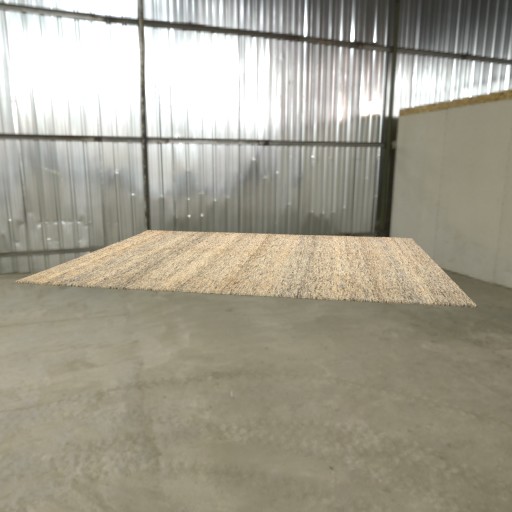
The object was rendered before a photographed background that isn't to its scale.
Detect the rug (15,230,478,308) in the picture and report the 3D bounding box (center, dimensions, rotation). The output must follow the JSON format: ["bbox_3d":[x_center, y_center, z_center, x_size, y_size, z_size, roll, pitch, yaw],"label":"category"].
[{"bbox_3d":[0.000,0.000,4.166,3.199,0.036,2.414,2,13,10],"label":"rug"}]
